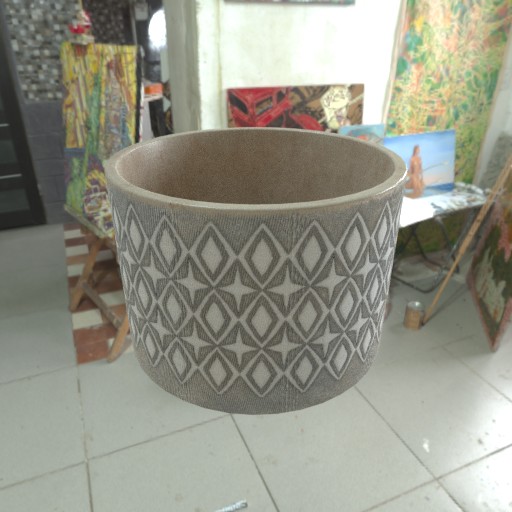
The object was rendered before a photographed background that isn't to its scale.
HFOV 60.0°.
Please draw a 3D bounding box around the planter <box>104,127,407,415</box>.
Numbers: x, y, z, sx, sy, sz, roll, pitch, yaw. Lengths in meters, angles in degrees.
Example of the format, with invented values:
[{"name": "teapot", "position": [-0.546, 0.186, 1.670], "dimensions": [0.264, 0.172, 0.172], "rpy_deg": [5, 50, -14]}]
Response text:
[{"name": "planter", "position": [0.000, 0.000, 0.279], "dimensions": [0.164, 0.127, 0.164], "rpy_deg": [0, 27, 0]}]
